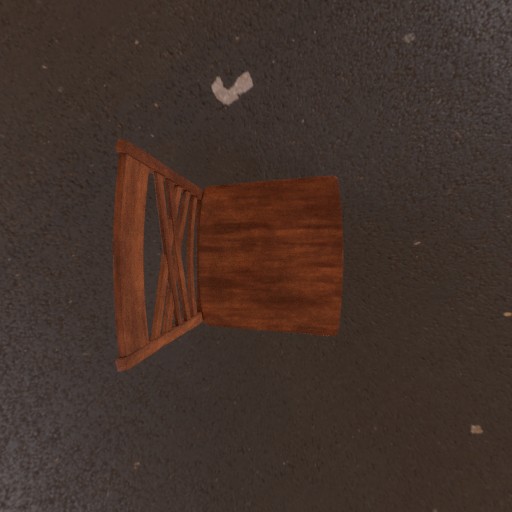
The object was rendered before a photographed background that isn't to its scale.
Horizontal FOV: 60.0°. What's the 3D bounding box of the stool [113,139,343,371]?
[{"bbox_3d":[0.000,0.000,1.361,0.487,1.105,0.433,0,90,3],"label":"stool"}]
